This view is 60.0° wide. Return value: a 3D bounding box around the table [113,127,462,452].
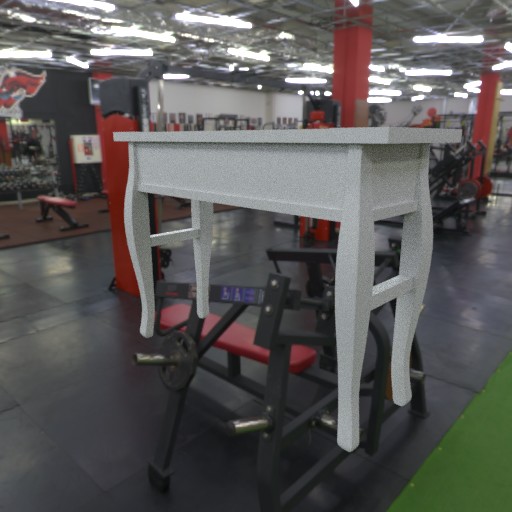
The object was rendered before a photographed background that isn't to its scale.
[{"bbox_3d":[0.000,0.000,1.416,1.062,0.768,0.373,14,20,43],"label":"table"}]
